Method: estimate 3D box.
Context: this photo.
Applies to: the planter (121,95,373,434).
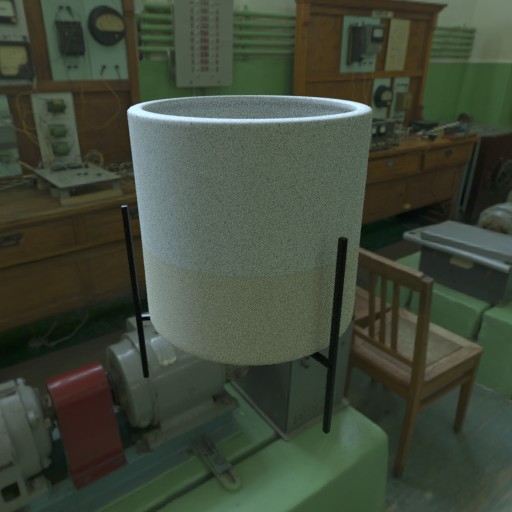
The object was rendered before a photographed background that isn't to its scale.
[{"bbox_3d":[0.000,0.000,0.653,0.313,0.423,0.335,-18,30,-34],"label":"planter"}]
